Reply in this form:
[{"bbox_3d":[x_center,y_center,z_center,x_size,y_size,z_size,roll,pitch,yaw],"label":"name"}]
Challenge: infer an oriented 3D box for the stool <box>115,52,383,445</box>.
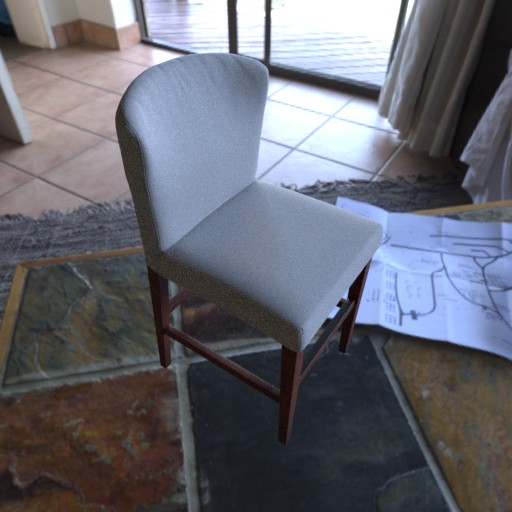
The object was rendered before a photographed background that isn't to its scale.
[{"bbox_3d":[0.000,0.000,1.264,0.568,0.968,0.479,25,47,25],"label":"stool"}]
